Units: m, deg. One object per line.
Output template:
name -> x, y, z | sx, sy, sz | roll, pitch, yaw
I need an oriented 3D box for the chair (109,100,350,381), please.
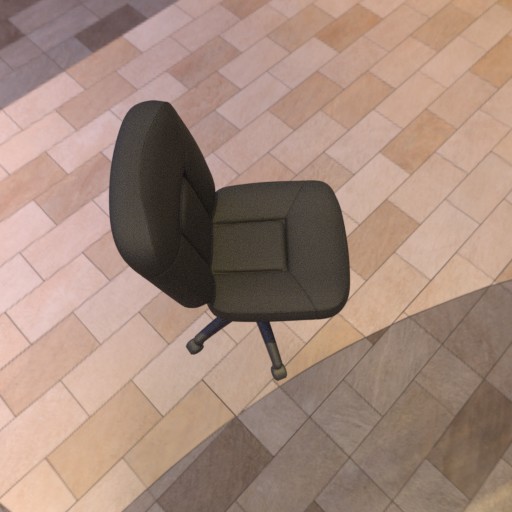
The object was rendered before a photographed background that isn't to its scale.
chair -> 0.000, 0.000, 1.363 | 0.610, 0.972, 0.610 | -1, 65, 0
